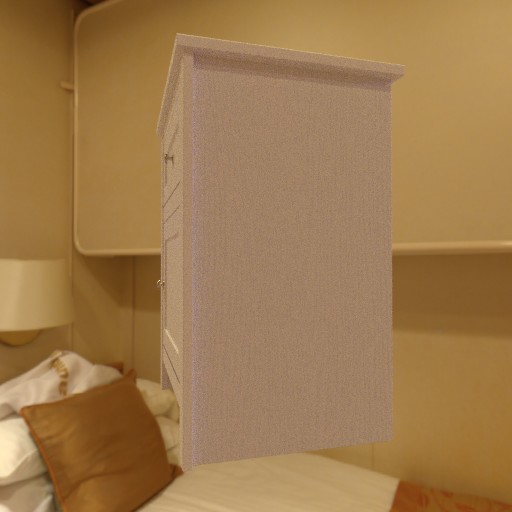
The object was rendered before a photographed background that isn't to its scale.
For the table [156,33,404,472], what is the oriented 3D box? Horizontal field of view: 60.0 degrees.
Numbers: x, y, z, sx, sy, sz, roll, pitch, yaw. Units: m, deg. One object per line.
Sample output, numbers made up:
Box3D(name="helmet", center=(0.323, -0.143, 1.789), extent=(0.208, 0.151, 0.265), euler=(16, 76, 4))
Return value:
Box3D(name="table", center=(0.000, 0.000, 0.918), extent=(0.381, 0.635, 0.480), euler=(0, -1, -16))
